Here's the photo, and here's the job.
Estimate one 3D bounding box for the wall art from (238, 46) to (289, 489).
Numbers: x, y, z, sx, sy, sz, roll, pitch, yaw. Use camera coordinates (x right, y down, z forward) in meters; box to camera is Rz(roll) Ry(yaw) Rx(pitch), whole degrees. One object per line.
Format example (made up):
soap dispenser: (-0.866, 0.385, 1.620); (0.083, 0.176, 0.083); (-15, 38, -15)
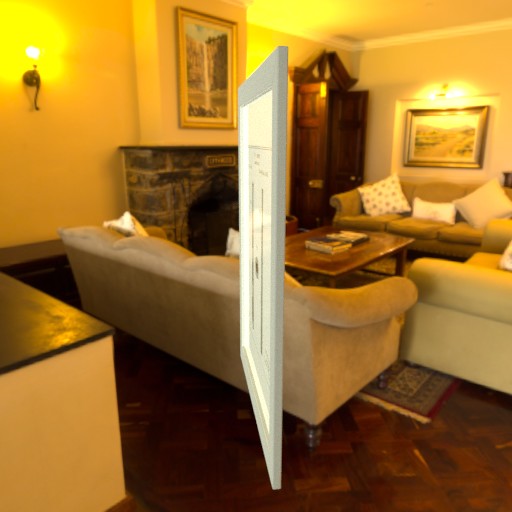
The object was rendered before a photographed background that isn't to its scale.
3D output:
wall art: (0.000, 0.000, 0.686); (0.012, 0.529, 0.374); (-2, 15, -8)
